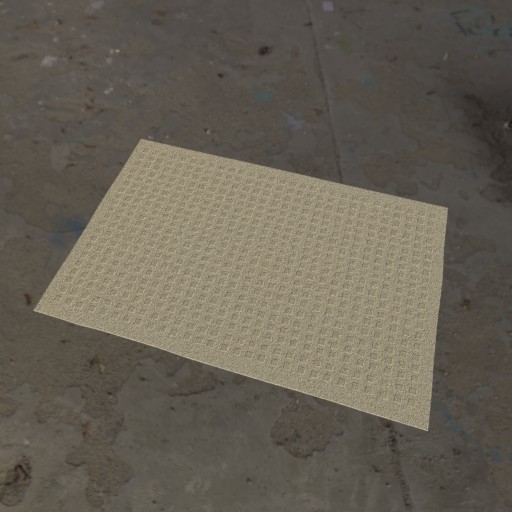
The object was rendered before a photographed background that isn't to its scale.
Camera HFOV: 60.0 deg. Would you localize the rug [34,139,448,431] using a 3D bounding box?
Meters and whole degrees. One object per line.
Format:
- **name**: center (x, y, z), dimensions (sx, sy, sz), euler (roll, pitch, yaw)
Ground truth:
- **rug**: center (0.000, 0.000, 2.149), dimensions (1.747, 0.006, 1.143), euler (15, 59, 9)
